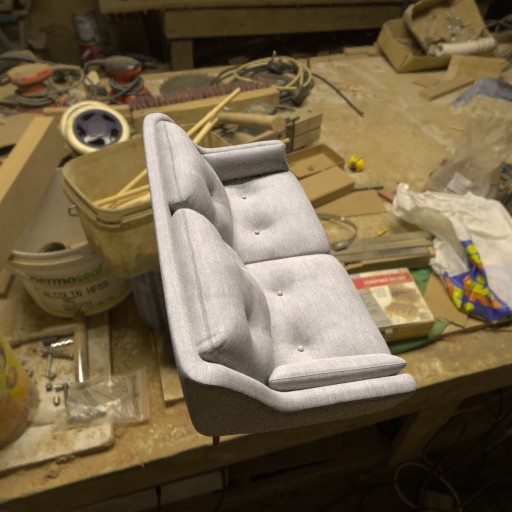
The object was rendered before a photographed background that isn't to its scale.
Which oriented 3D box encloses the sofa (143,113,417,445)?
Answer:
[{"bbox_3d":[0.000,0.000,2.394,0.976,0.897,1.930,-10,46,-10],"label":"sofa"}]
